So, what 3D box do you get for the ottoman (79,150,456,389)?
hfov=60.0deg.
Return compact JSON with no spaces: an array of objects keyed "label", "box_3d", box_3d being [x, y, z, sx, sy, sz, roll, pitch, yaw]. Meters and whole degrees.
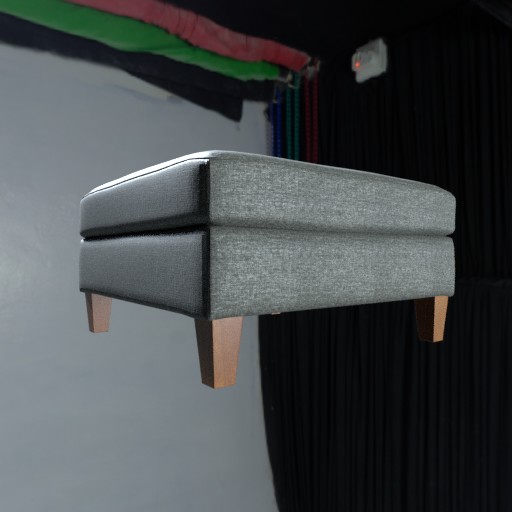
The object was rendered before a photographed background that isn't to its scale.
[{"label":"ottoman","box_3d":[0.000,0.000,1.344,0.838,0.481,0.838,0,0,-37]}]
